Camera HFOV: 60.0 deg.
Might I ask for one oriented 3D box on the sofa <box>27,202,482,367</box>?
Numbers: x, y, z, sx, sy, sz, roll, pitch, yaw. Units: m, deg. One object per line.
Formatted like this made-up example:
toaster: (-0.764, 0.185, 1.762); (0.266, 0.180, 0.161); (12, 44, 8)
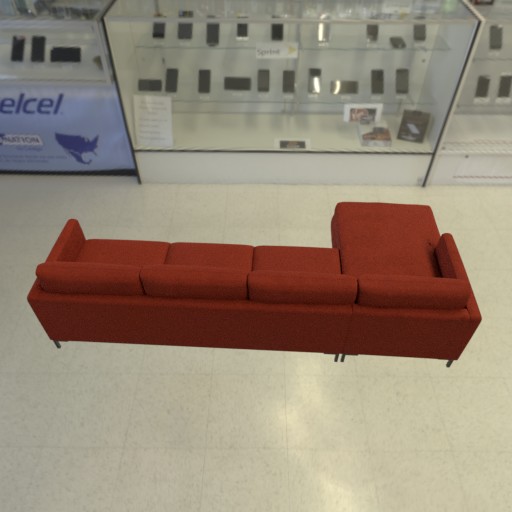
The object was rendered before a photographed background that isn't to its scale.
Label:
sofa: (0.000, 0.000, 2.850); (2.467, 0.663, 1.136); (2, 46, 2)
